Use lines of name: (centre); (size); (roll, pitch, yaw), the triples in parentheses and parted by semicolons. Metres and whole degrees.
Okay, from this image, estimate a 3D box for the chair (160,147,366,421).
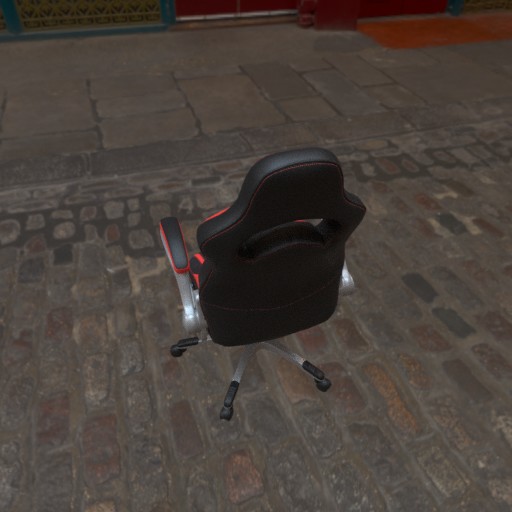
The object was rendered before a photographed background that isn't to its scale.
chair: (0.000, 0.000, 1.667); (0.758, 1.165, 0.712); (-12, 42, -14)
